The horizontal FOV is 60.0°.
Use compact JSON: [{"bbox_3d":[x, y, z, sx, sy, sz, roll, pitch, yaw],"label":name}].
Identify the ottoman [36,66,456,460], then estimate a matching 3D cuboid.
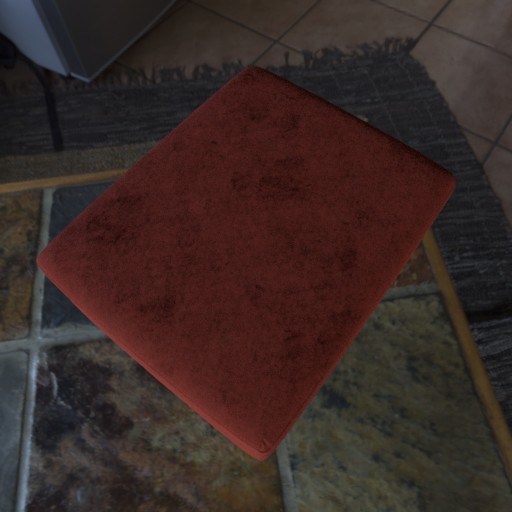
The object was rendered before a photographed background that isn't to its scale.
[{"bbox_3d":[0.000,0.000,1.169,0.650,0.462,0.782,35,69,16],"label":"ottoman"}]
